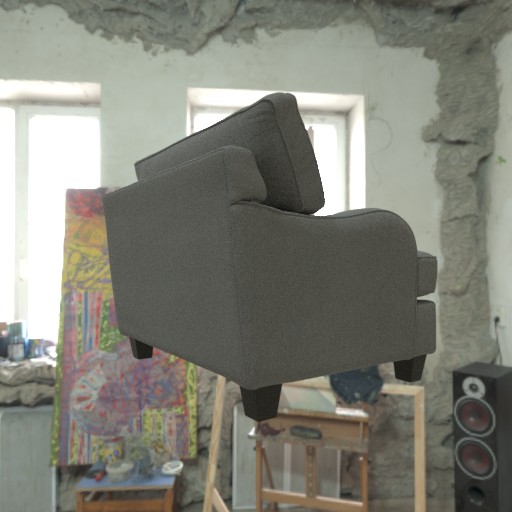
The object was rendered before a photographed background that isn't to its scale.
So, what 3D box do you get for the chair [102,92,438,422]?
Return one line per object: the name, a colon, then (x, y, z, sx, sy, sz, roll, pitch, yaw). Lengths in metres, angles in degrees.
chair: (0.000, 0.000, 2.004, 1.041, 1.016, 1.220, 0, 0, -35)
